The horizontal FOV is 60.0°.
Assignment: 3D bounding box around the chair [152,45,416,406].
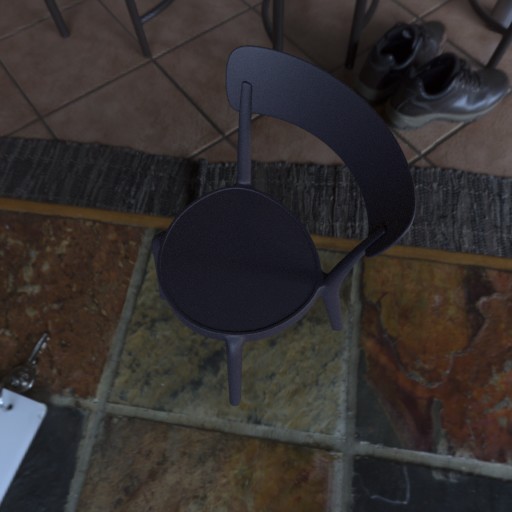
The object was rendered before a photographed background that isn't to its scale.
[{"bbox_3d":[0.000,0.000,1.120,0.491,0.790,0.506,-33,69,-14],"label":"chair"}]
